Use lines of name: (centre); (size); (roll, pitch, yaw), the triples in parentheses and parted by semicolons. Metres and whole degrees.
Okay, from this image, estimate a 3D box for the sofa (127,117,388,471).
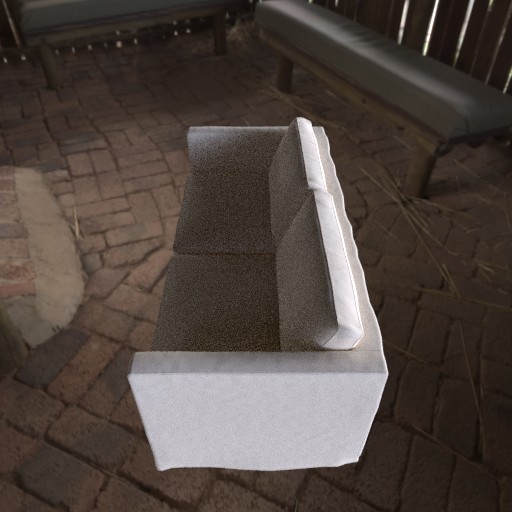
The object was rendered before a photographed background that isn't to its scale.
sofa: (0.000, 0.000, 2.460); (0.940, 0.870, 1.987); (0, 41, 0)
